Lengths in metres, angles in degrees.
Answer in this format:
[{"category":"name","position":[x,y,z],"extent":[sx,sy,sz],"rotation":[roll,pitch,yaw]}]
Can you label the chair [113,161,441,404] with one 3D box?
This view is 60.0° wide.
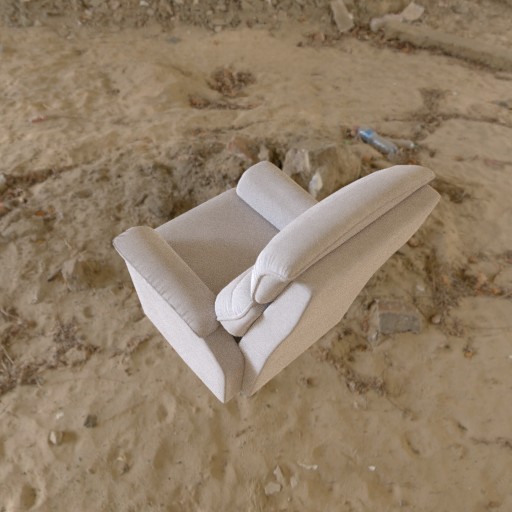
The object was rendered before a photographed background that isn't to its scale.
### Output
[{"category":"chair","position":[0.000,0.000,1.732],"extent":[0.820,1.039,1.001],"rotation":[-33,54,-28]}]
